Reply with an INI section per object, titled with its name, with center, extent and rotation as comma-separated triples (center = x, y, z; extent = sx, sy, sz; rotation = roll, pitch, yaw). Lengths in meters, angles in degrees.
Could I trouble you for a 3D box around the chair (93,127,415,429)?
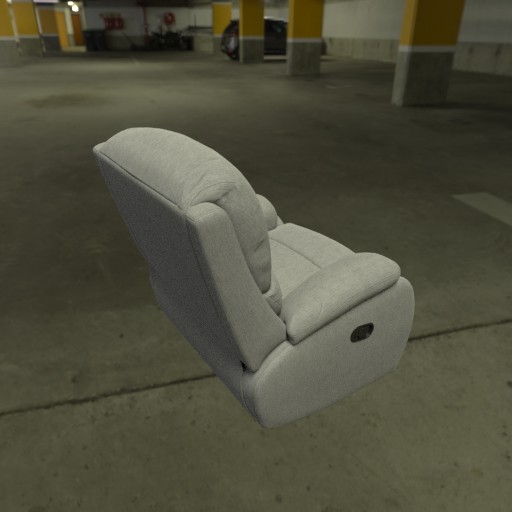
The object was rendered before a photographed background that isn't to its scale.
[chair]
center = 0.000, 0.000, 1.726
extent = 0.899, 1.011, 0.930
rotation = -17, 31, -30
